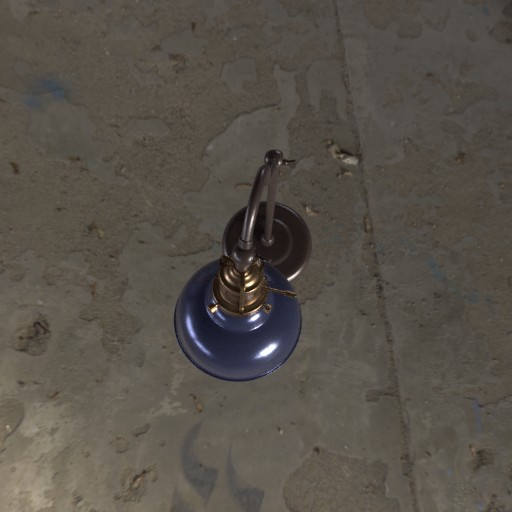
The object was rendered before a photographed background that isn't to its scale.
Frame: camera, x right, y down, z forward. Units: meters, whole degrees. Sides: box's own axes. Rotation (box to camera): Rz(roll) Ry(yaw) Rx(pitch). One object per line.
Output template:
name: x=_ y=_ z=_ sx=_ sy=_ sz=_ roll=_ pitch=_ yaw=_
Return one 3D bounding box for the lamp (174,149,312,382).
lamp: x=0.000 y=0.000 z=0.677 sx=0.192 sy=0.508 sz=0.374 roll=14 pitch=76 yaw=4
